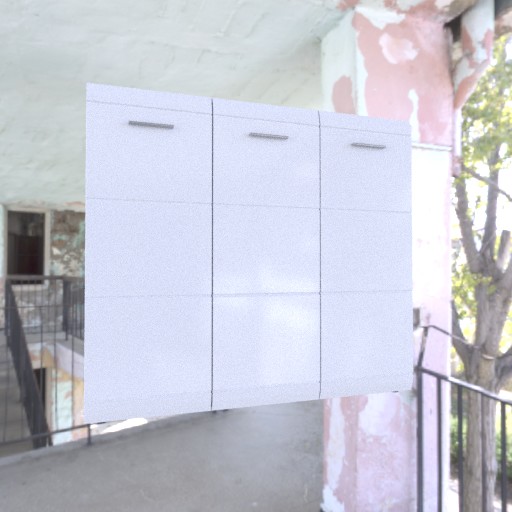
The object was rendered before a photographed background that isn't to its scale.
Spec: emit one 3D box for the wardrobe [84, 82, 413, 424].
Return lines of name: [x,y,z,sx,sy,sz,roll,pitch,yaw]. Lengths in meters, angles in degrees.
wardrobe: [0.000,0.000,1.880,1.340,1.200,0.360,0,-1,-18]
